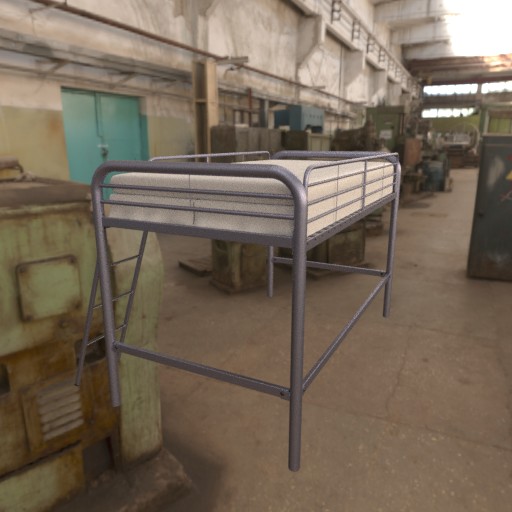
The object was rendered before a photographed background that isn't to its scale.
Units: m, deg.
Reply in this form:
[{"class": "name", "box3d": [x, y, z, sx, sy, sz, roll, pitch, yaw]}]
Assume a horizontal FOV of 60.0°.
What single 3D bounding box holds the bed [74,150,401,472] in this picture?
[{"class": "bed", "box3d": [0.000, 0.000, 2.883, 1.415, 1.288, 1.965, 8, 17, 26]}]
